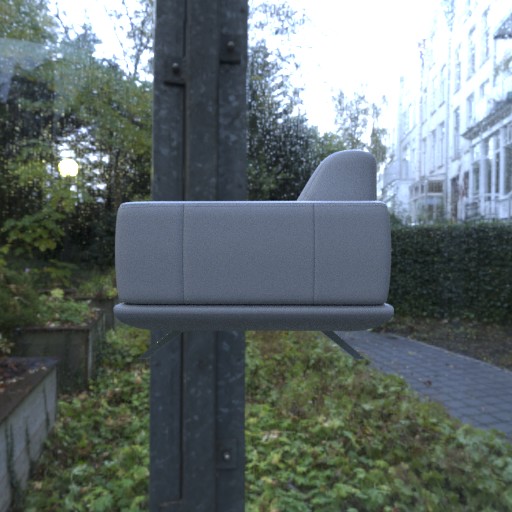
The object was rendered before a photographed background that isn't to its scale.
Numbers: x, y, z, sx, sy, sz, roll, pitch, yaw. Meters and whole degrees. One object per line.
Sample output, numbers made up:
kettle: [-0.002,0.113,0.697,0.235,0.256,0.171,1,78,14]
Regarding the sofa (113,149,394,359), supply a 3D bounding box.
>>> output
sofa: [0.000,0.000,2.313,0.900,0.772,1.901,0,0,1]
